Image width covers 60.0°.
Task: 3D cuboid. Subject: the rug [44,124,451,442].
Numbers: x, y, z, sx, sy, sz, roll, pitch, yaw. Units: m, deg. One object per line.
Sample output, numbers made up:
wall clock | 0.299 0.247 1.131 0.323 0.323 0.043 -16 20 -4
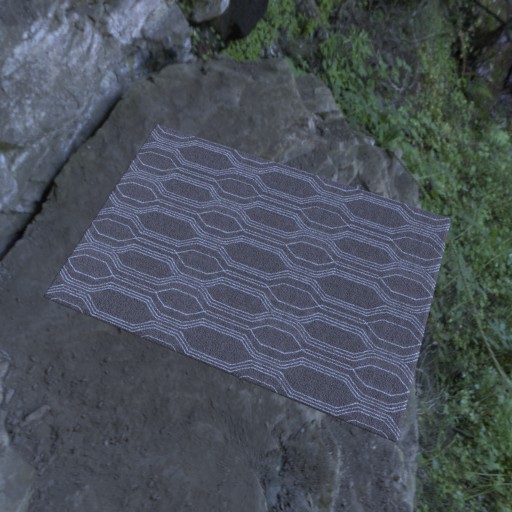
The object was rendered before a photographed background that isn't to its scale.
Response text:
rug | 0.000 0.000 2.352 1.836 0.012 1.239 20 65 10
